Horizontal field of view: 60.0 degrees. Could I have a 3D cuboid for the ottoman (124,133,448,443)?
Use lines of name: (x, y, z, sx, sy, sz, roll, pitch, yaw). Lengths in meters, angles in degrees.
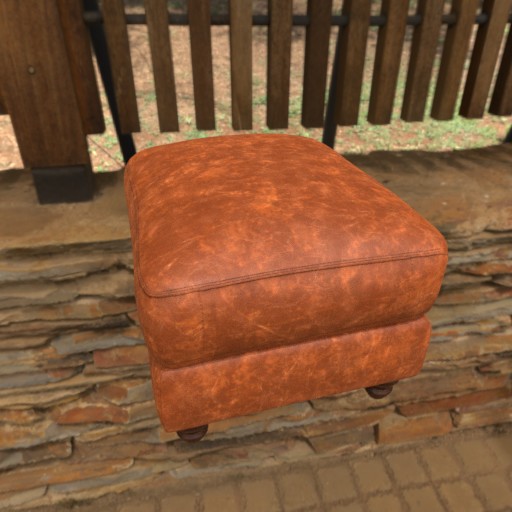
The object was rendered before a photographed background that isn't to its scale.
ottoman: (0.000, 0.000, 1.236, 0.657, 0.562, 0.832, -8, 32, -14)
